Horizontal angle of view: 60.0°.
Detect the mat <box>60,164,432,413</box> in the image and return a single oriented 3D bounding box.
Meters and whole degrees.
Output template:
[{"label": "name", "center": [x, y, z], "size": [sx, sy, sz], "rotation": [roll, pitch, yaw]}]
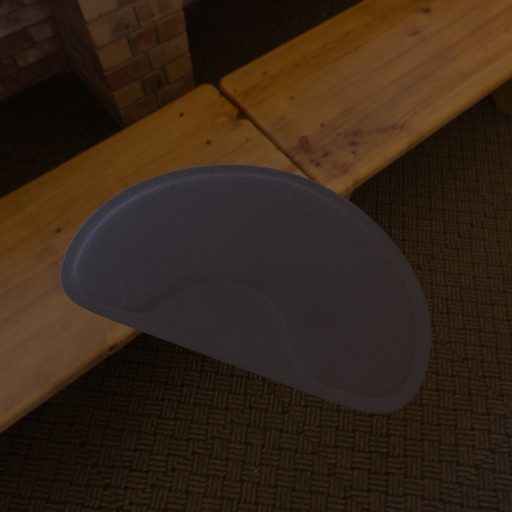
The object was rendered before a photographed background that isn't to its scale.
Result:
[{"label": "mat", "center": [0.000, 0.000, 1.856], "size": [1.524, 0.013, 0.913], "rotation": [18, 66, 9]}]
